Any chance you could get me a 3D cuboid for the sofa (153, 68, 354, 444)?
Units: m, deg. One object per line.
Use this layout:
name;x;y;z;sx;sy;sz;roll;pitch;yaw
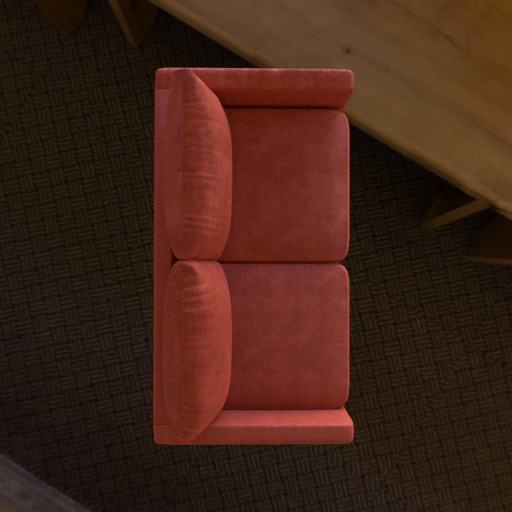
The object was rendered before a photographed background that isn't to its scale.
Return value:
sofa;0.000;0.000;2.060;0.864;0.896;1.574;0;89;0
